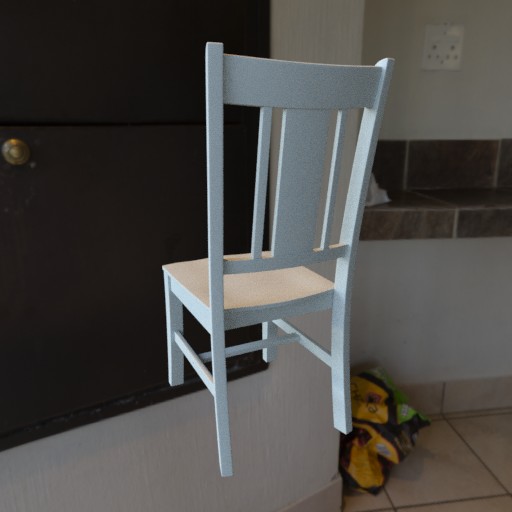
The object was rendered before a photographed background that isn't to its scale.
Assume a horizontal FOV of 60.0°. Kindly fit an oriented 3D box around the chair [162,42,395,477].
[{"bbox_3d":[0.000,0.000,1.259,0.450,0.998,0.555,-8,18,-25],"label":"chair"}]
